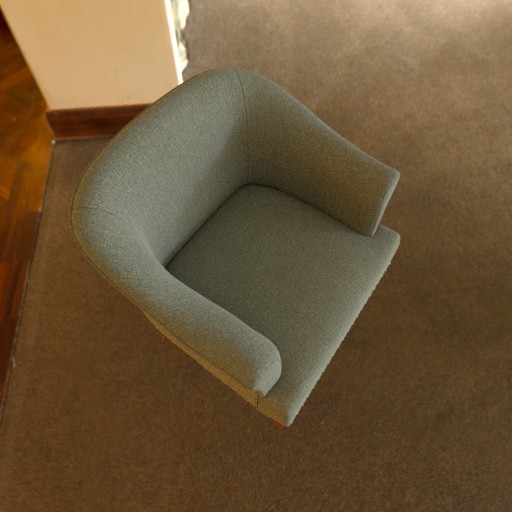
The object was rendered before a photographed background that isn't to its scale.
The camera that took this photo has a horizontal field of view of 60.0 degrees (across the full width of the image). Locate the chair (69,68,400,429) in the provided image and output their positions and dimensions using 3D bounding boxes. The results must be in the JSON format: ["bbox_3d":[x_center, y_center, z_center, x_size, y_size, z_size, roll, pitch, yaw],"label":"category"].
[{"bbox_3d":[0.000,0.000,1.390,0.704,0.815,0.798,30,63,17],"label":"chair"}]
